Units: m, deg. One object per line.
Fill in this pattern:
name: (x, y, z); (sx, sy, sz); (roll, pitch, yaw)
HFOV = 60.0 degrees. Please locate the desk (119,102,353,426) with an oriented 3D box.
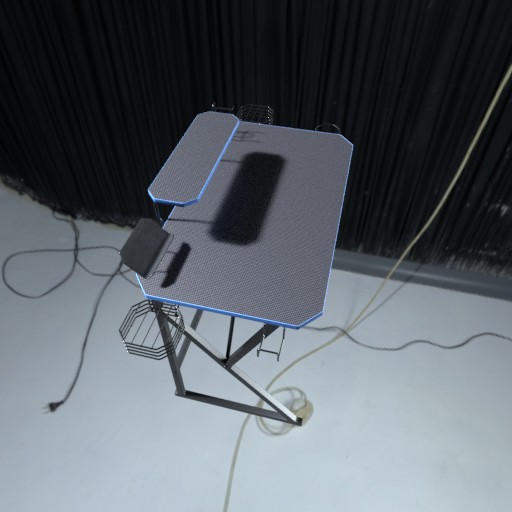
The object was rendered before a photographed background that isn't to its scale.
desk: (0.000, 0.000, 1.767); (0.594, 0.909, 1.295); (10, 48, 10)
